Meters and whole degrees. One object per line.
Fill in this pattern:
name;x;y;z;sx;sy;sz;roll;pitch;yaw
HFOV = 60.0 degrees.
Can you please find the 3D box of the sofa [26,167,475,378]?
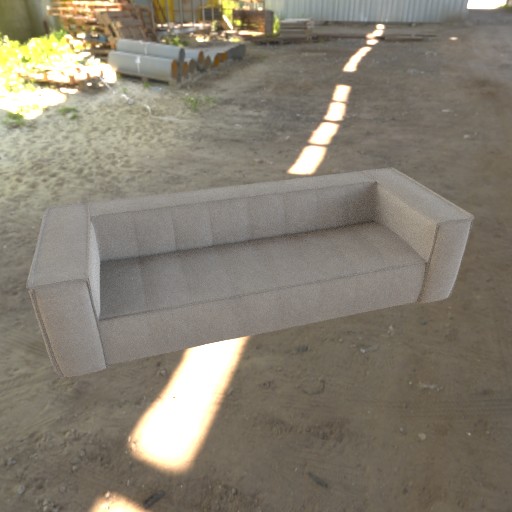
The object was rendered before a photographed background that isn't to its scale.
sofa;0.000;0.000;3.064;2.697;0.680;1.038;-9;32;-15
